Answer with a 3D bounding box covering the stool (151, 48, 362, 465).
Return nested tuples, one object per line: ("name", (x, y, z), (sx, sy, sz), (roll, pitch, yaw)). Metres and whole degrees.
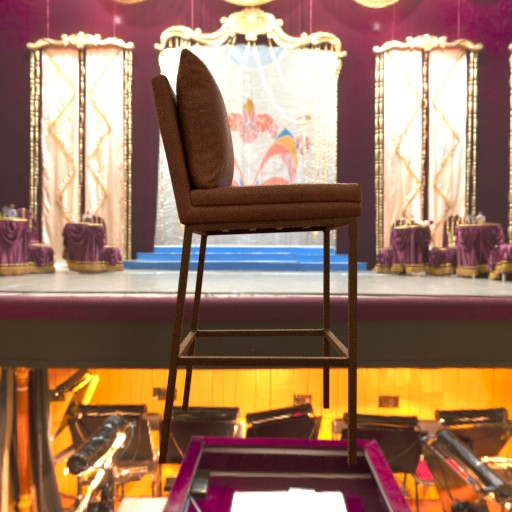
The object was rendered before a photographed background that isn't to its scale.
("stool", (0.000, 0.000, 1.410), (0.571, 1.124, 0.463), (0, 1, 0))
